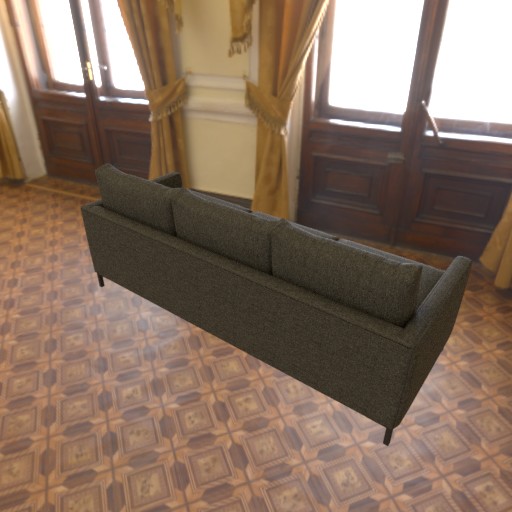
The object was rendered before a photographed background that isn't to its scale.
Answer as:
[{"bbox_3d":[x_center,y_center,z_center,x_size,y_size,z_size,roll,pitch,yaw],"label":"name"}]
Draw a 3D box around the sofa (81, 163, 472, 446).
[{"bbox_3d":[0.000,0.000,2.693,2.253,0.879,0.876,21,36,31],"label":"sofa"}]
